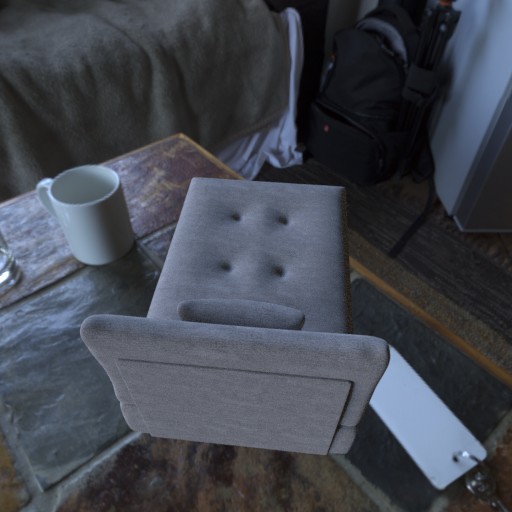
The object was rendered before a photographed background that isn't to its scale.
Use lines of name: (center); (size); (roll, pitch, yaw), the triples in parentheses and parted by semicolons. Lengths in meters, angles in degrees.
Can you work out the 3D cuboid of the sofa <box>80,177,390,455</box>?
sofa: (0.000, 0.000, 2.012); (0.930, 0.820, 1.450); (4, 48, 4)
